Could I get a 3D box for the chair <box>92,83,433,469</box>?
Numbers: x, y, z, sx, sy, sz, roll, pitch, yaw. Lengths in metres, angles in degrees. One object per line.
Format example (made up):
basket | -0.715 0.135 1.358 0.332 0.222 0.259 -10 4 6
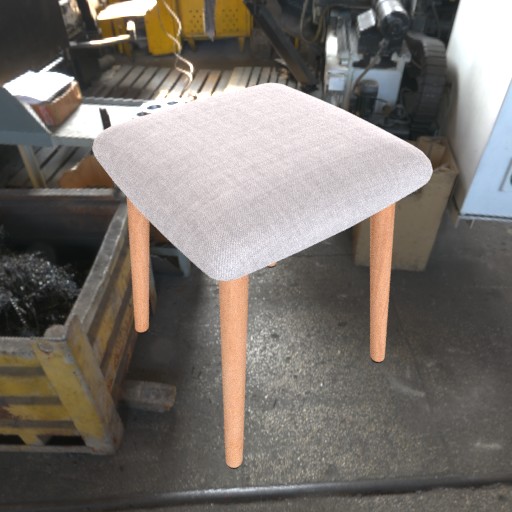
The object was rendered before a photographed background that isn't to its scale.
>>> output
chair | 0.000 0.000 0.704 0.350 0.440 0.350 -26 47 -27
